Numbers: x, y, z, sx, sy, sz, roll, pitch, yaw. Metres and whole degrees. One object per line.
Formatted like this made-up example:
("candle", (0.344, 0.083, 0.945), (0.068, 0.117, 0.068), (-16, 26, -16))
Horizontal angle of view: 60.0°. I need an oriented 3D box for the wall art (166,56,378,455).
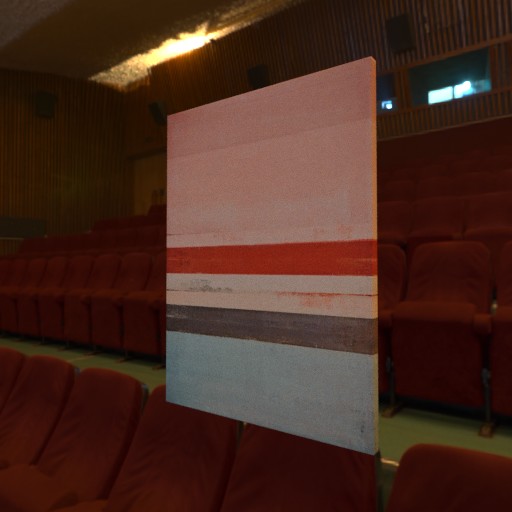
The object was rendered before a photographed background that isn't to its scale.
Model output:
("wall art", (0.000, 0.000, 1.368), (0.761, 1.016, 0.039), (-1, -2, 36))
